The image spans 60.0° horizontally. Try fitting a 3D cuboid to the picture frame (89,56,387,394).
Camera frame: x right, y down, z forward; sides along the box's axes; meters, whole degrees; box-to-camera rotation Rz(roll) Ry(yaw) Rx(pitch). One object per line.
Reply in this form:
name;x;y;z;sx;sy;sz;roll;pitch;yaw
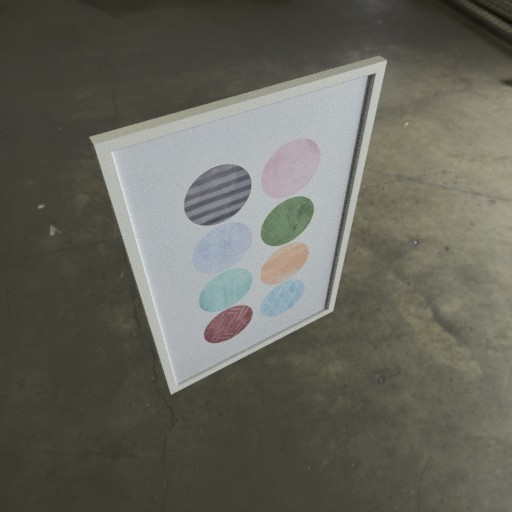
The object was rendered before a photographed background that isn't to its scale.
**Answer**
picture frame;0.000;0.000;0.564;0.305;0.434;0.013;-23;51;-20
